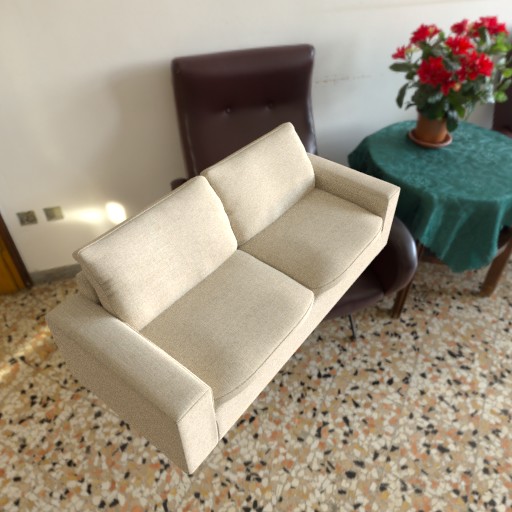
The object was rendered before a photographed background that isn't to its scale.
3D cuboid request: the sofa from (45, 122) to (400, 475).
[{"bbox_3d":[0.000,0.000,2.825,1.040,0.922,2.299,27,48,27],"label":"sofa"}]
